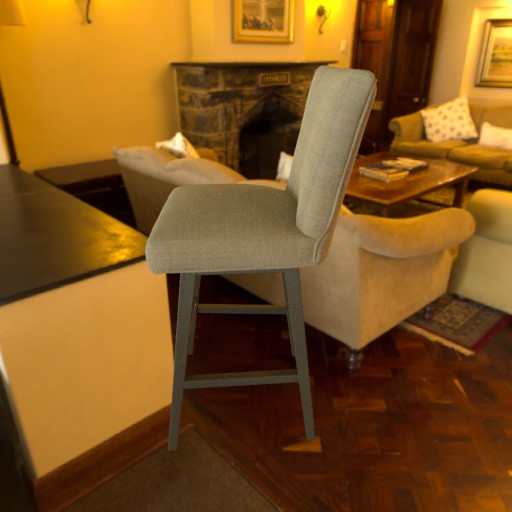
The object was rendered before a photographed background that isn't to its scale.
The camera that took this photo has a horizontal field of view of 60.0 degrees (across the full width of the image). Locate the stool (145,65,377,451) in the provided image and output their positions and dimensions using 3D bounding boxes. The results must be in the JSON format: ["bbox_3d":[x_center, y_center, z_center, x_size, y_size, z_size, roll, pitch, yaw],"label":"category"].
[{"bbox_3d":[0.000,0.000,1.386,0.574,1.086,0.514,-1,24,-2],"label":"stool"}]
